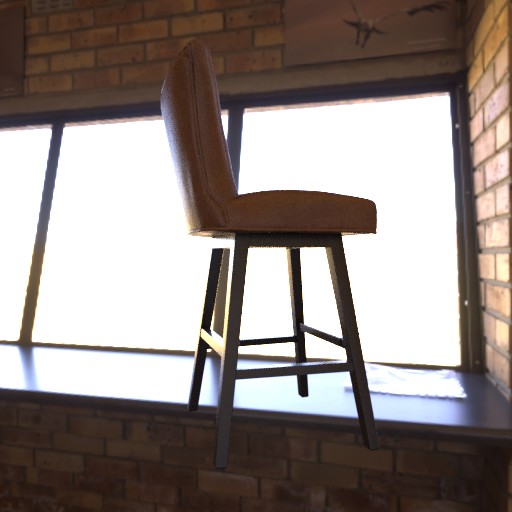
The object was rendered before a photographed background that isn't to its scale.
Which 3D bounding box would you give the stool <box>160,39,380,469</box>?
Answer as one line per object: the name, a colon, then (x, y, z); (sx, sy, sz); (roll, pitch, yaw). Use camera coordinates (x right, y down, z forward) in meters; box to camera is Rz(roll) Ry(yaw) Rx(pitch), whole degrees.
stool: (0.000, 0.000, 1.411); (0.585, 1.094, 0.522); (0, 0, -17)
